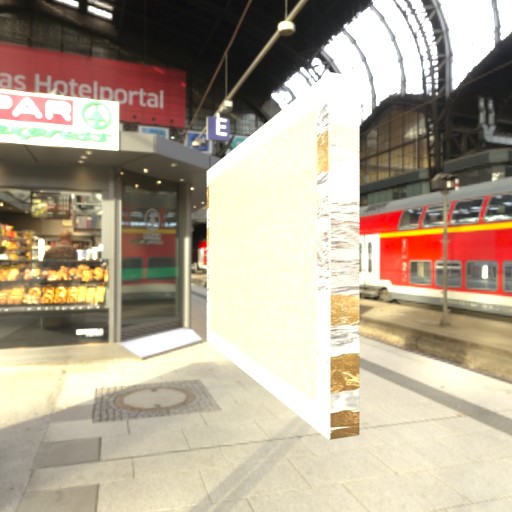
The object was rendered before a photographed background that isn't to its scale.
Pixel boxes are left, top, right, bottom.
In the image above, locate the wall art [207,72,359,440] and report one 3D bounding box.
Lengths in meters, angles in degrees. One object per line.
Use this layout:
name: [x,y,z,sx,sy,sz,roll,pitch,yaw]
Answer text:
wall art: [0.000,0.000,0.783,0.041,0.407,0.606,0,0,-19]
